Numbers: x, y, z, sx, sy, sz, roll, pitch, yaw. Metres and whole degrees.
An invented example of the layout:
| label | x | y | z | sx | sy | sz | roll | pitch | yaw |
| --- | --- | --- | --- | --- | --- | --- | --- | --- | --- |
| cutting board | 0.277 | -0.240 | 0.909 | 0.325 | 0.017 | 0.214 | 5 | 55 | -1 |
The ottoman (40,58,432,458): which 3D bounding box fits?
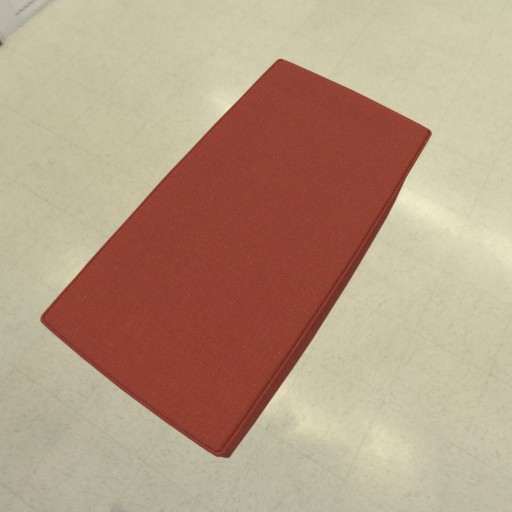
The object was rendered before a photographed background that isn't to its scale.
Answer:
| label | x | y | z | sx | sy | sz | roll | pitch | yaw |
| --- | --- | --- | --- | --- | --- | --- | --- | --- | --- |
| ottoman | 0.000 | 0.000 | 1.226 | 0.497 | 0.454 | 0.948 | 32 | 69 | 14 |
